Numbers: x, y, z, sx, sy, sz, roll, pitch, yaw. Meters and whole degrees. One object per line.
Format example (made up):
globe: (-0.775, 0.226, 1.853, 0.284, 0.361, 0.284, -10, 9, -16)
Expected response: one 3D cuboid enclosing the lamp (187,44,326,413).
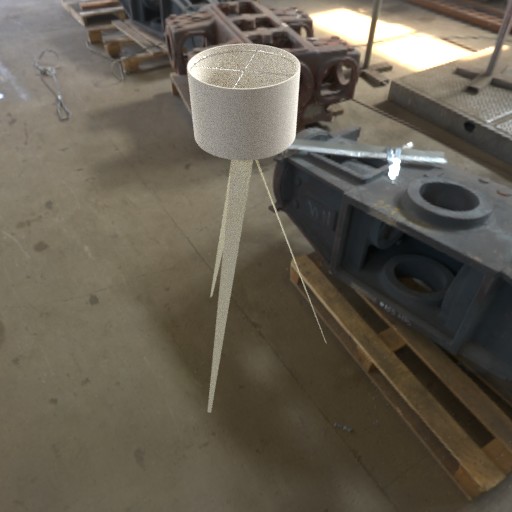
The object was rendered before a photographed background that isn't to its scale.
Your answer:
lamp: (0.000, 0.000, 1.848, 0.724, 1.524, 0.716, 9, 46, 9)
